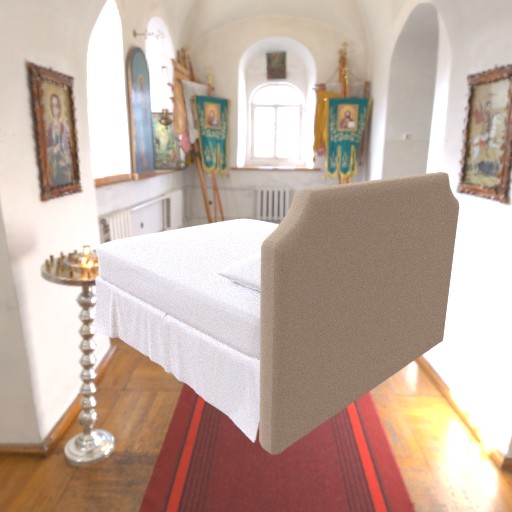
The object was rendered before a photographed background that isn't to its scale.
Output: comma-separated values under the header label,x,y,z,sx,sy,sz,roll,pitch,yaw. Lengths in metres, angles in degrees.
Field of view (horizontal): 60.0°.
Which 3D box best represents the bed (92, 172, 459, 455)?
label,x,y,z,sx,sy,sz,roll,pitch,yaw
bed,0.000,0.000,3.333,1.828,1.301,2.204,-14,21,-41
